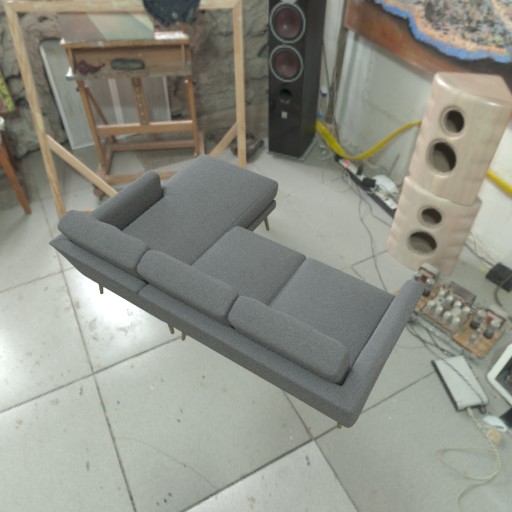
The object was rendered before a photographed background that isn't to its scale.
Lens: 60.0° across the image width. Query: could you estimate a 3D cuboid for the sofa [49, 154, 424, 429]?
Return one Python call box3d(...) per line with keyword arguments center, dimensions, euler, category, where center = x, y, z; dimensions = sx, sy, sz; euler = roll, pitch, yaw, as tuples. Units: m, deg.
box3d(center=(0.000, 0.000, 2.881), dimensions=(2.040, 0.860, 1.530), euler=(24, 50, 22), category="sofa")
